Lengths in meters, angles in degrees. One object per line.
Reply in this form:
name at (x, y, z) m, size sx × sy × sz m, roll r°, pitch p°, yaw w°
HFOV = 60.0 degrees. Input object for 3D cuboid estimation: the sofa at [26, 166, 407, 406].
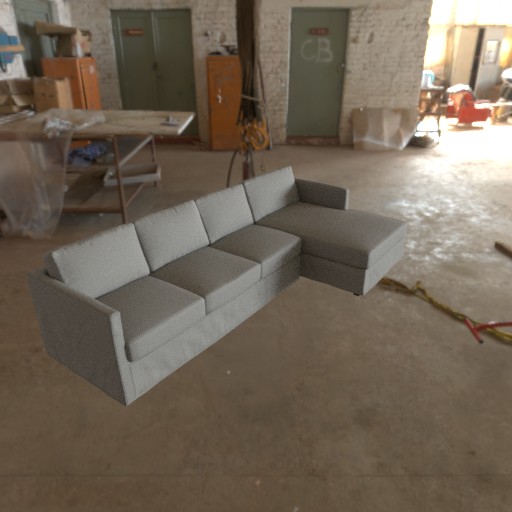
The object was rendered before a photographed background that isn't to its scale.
sofa at (0.000, 0.000, 3.873) m, size 1.622 × 0.867 × 3.177 m, roll 18°, pitch 31°, yaw 32°
